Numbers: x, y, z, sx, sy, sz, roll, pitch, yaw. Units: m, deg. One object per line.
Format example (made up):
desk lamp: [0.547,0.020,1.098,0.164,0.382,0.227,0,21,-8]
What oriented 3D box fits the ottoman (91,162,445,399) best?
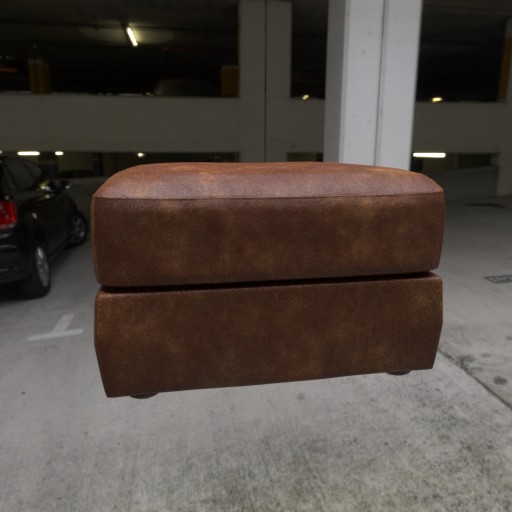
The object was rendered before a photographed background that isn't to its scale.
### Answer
ottoman: [0.000,0.000,1.161,0.751,0.476,0.603,-2,14,-10]
